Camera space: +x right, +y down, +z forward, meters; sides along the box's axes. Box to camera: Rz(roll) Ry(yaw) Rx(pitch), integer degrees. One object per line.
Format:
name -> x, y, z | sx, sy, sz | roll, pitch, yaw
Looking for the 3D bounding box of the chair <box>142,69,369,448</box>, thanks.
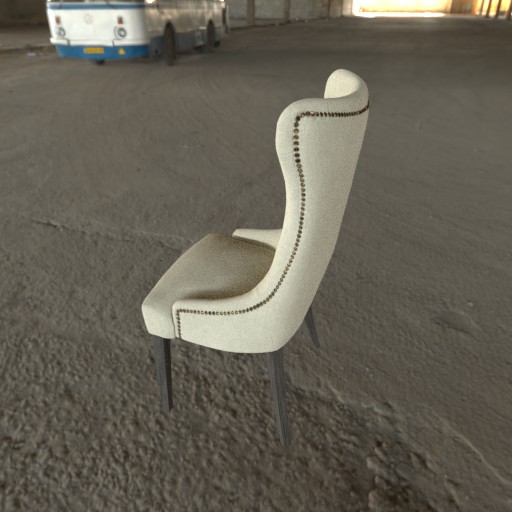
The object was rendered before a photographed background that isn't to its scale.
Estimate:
chair -> 0.000, 0.000, 1.414 | 0.590, 1.065, 0.584 | 9, 31, 16
